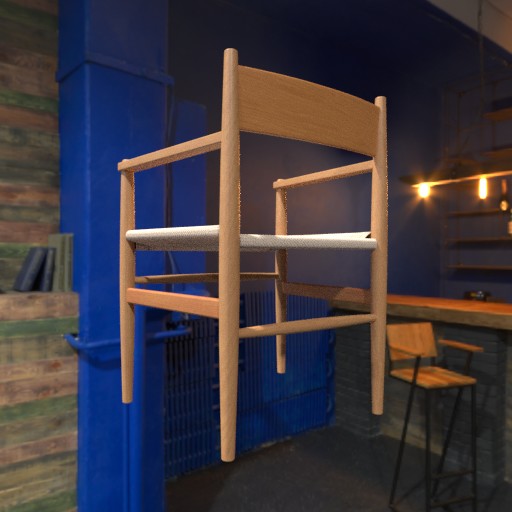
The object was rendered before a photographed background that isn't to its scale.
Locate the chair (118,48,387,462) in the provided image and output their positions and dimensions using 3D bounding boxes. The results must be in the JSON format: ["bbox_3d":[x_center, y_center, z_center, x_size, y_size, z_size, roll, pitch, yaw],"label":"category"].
[{"bbox_3d":[0.000,0.000,1.125,0.556,0.762,0.495,0,0,-35],"label":"chair"}]
